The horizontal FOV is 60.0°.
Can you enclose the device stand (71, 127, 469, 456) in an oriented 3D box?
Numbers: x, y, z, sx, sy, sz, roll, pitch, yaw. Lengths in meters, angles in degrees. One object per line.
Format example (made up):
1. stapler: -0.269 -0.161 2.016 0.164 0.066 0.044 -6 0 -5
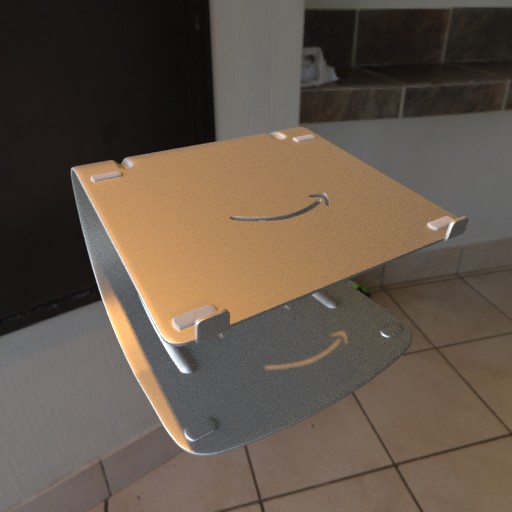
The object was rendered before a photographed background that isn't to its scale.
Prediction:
1. device stand: 0.000 0.000 0.390 0.256 0.155 0.236 -18 35 -28
